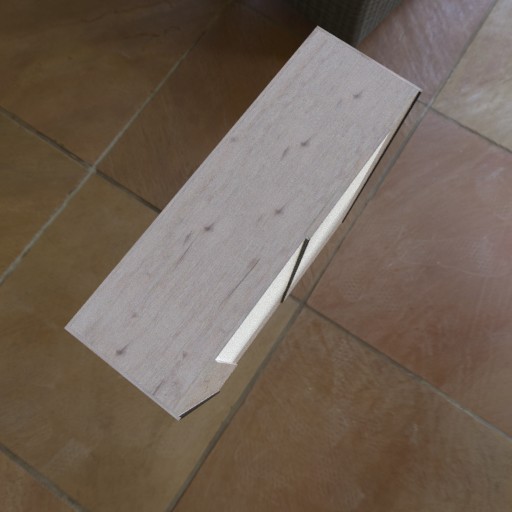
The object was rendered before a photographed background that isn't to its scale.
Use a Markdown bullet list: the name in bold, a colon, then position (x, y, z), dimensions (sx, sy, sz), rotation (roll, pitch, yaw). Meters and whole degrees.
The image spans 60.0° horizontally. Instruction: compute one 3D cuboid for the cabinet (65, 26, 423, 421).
- **cabinet**: position (0.000, 0.000, 3.192), dimensions (0.660, 2.180, 2.000), rotation (36, 79, 8)
